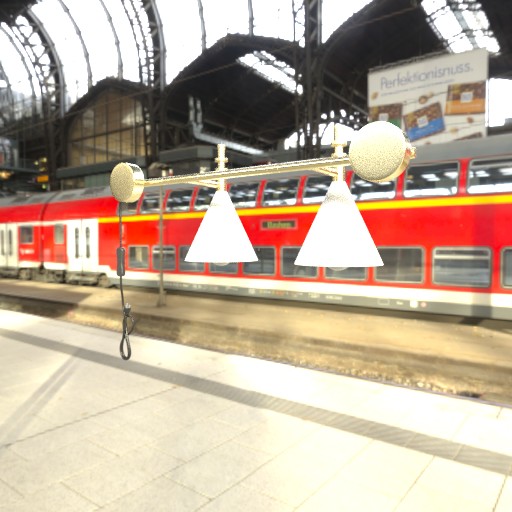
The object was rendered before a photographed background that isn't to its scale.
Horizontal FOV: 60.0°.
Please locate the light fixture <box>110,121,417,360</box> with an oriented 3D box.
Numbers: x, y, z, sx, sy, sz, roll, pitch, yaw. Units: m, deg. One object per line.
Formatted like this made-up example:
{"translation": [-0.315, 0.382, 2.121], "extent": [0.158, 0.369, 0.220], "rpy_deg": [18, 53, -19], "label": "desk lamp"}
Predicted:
{"translation": [0.000, 0.000, 0.854], "extent": [0.642, 0.468, 0.239], "rpy_deg": [1, 2, 36], "label": "light fixture"}
